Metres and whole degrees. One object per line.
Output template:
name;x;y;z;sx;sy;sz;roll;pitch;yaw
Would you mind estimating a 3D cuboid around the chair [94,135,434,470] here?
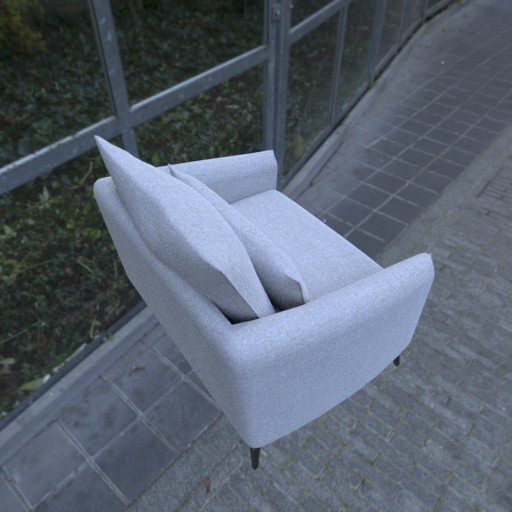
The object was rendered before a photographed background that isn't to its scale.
chair;0.000;0.000;1.615;0.801;0.856;1.029;-25;47;-26
